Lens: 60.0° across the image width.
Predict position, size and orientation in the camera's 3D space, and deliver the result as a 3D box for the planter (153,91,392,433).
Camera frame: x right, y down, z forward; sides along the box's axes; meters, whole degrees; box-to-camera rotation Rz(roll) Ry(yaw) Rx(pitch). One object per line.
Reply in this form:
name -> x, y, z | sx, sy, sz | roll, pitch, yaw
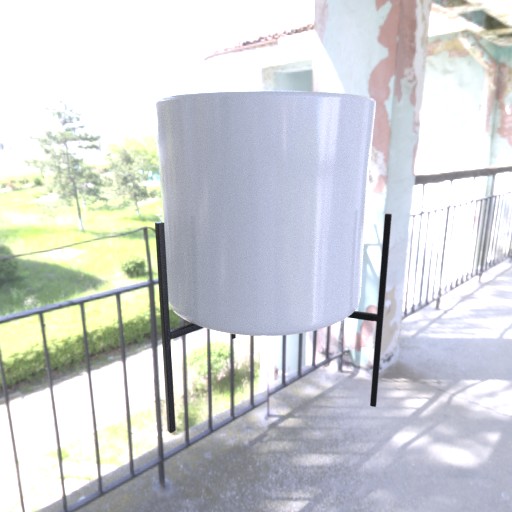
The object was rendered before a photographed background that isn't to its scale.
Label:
planter -> 0.000, 0.000, 0.722 | 0.361, 0.480, 0.360 | -14, 21, -42
